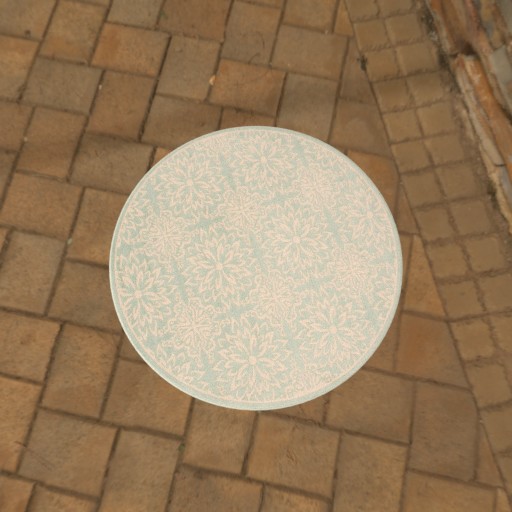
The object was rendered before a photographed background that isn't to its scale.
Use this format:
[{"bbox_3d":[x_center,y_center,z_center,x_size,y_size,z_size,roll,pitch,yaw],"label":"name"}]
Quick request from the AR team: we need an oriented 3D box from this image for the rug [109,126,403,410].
[{"bbox_3d":[0.000,0.000,2.413,1.593,0.012,1.593,0,75,0],"label":"rug"}]
